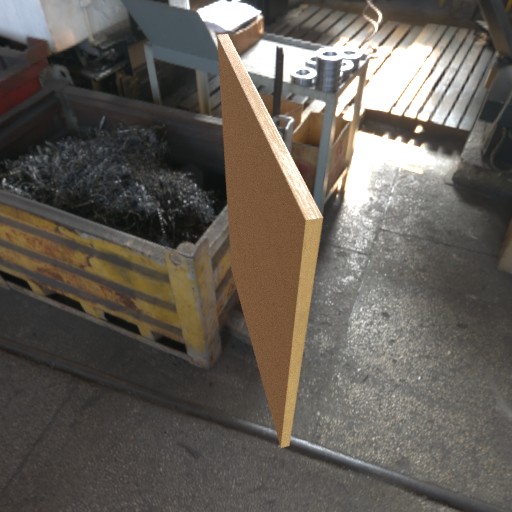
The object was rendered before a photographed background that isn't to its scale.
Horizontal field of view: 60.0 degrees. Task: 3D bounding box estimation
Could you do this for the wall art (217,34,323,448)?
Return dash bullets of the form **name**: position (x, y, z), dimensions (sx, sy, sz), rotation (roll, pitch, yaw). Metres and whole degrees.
- **wall art**: position (0.000, 0.000, 1.352), dimensions (0.030, 1.002, 0.798), rotation (-10, 48, -9)
